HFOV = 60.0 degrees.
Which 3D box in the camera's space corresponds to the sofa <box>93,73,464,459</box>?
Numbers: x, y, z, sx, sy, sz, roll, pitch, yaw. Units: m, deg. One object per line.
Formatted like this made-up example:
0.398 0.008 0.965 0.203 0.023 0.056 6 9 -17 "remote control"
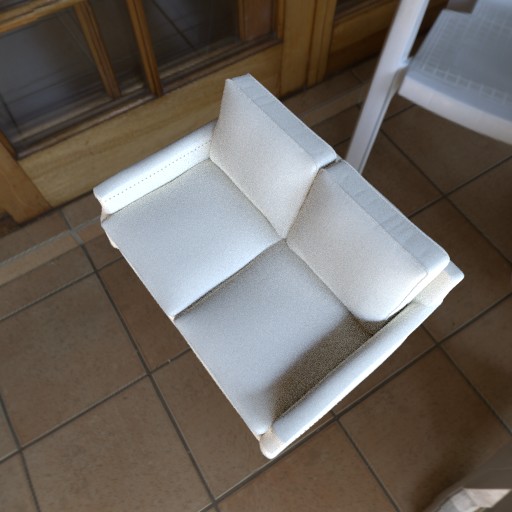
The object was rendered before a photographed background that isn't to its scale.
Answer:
0.000 0.000 2.290 1.084 1.003 1.597 -35 69 -16 "sofa"
